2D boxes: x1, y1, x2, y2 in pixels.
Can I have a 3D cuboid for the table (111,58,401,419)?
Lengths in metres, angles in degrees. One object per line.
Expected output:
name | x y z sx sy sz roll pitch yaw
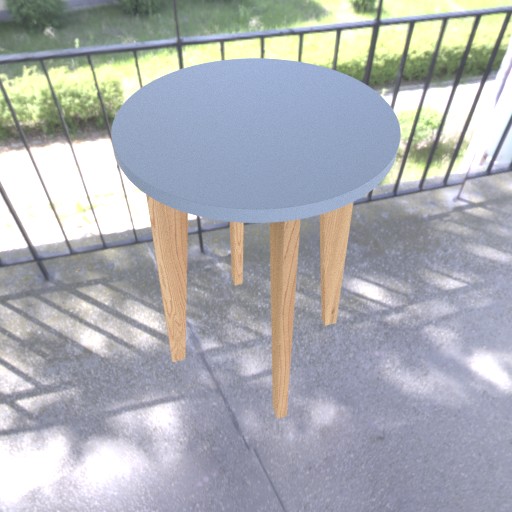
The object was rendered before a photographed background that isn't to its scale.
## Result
table | 0.000 0.000 0.730 0.350 0.500 0.350 0 47 0
